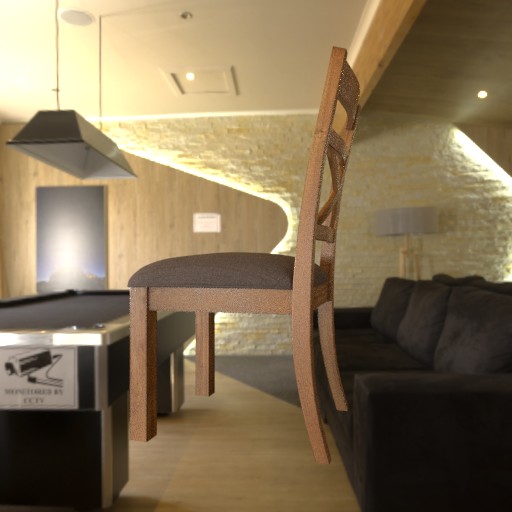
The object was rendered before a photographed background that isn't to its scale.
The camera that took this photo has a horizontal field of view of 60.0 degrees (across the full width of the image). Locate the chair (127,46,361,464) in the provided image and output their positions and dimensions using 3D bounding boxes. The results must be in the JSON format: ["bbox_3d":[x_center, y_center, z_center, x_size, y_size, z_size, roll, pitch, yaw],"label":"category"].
[{"bbox_3d":[0.000,0.000,1.271,0.581,0.949,0.470,0,0,18],"label":"chair"}]
